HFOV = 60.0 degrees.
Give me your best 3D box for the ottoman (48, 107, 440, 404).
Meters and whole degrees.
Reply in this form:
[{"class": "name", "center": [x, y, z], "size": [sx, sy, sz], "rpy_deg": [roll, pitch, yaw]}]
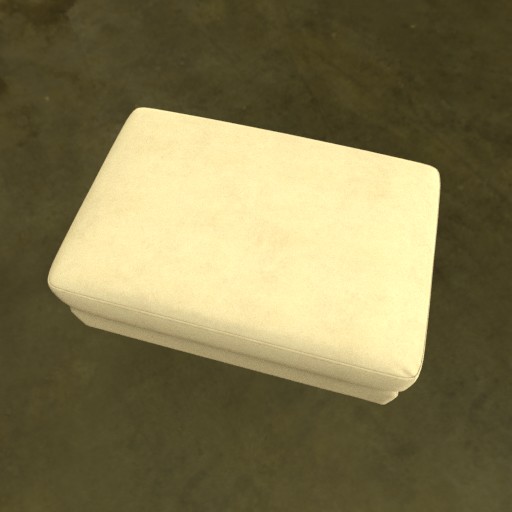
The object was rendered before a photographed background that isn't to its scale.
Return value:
[{"class": "ottoman", "center": [0.000, 0.000, 1.220], "size": [0.864, 0.483, 0.584], "rpy_deg": [13, 64, 7]}]
